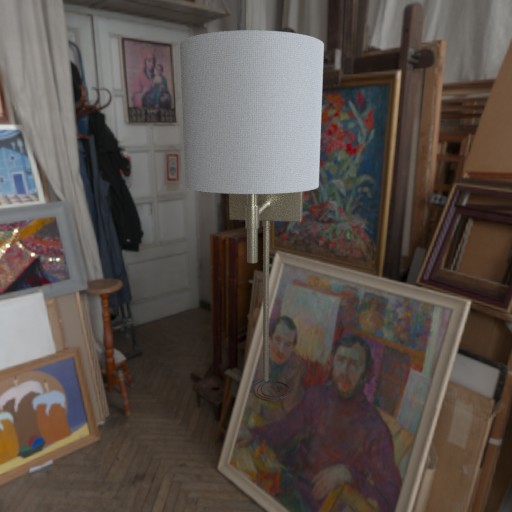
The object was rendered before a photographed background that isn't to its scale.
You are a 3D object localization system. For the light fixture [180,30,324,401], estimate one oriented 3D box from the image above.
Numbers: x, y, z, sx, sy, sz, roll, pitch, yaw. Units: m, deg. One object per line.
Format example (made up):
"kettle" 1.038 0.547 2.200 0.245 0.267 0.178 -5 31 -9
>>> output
"light fixture" 0.000 0.000 0.691 0.188 0.589 0.248 3 16 10
